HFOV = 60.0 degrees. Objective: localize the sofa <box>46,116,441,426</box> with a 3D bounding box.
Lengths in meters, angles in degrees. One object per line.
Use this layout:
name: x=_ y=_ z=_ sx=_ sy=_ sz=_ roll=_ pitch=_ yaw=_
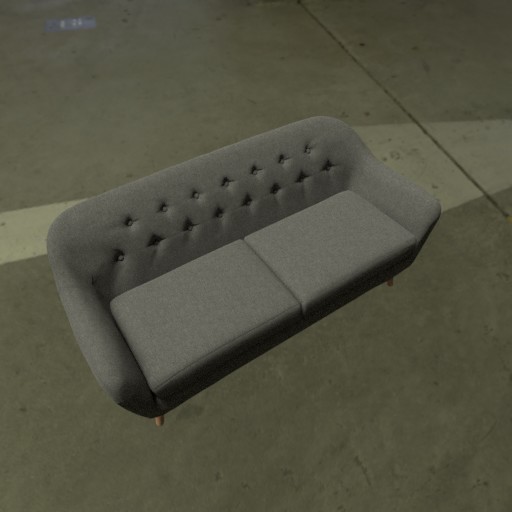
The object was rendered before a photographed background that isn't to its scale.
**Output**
sofa: x=0.000 y=0.000 z=2.262 sx=1.840 sy=0.820 sz=0.820 roll=-26 pitch=52 yaw=-22
